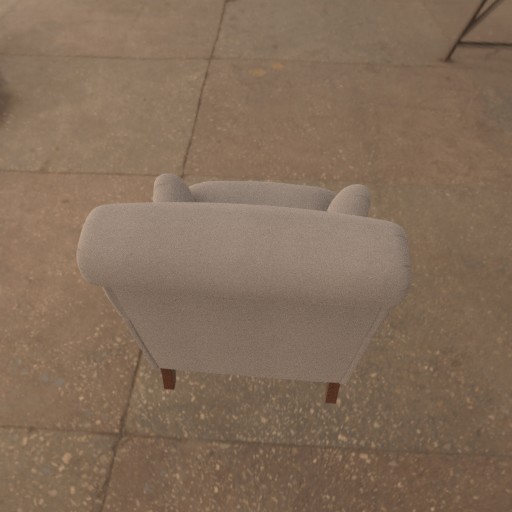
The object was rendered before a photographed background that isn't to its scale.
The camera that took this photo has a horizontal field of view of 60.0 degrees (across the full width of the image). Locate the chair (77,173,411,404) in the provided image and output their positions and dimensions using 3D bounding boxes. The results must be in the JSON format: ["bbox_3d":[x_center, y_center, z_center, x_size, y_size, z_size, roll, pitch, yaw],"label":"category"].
[{"bbox_3d":[0.000,0.000,1.515,0.766,0.942,0.842,4,49,3],"label":"chair"}]
